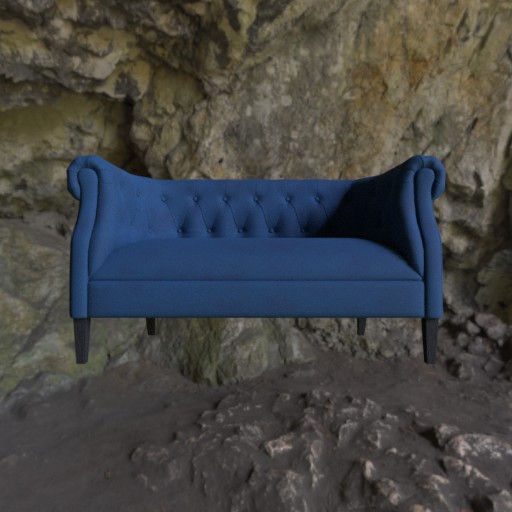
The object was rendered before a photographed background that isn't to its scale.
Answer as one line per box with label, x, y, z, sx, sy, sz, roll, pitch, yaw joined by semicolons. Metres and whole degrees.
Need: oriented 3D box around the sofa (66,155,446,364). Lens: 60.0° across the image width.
sofa;0.000;0.000;2.074;1.558;0.827;0.835;0;0;0
